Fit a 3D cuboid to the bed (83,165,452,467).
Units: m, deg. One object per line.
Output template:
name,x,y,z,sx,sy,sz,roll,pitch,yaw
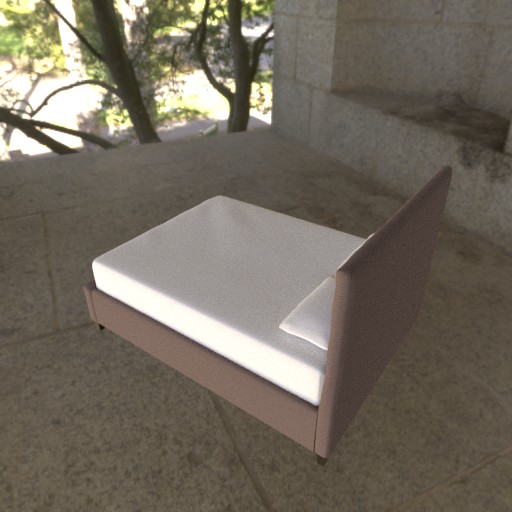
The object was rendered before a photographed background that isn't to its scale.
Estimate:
bed,0.000,0.000,3.433,2.233,1.426,1.696,20,37,30
